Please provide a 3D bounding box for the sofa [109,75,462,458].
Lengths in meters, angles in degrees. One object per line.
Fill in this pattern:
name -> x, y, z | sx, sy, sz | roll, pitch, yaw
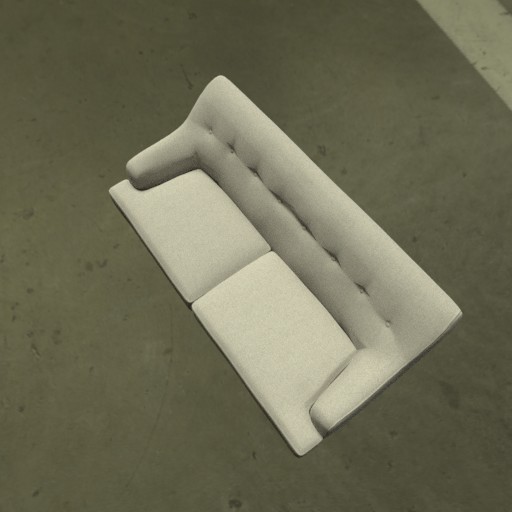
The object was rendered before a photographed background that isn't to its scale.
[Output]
sofa -> 0.000, 0.000, 2.653 | 0.978, 0.871, 2.057 | -34, 68, -16
